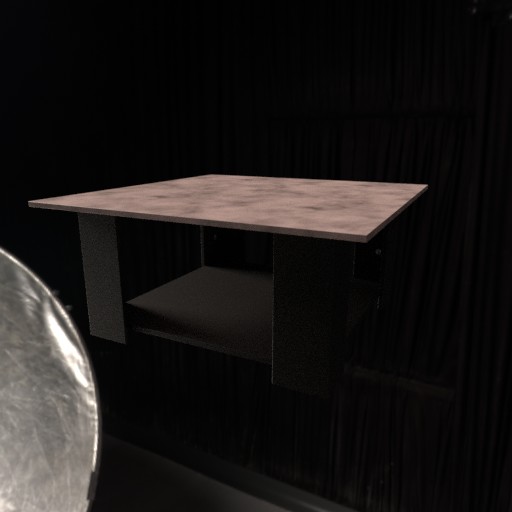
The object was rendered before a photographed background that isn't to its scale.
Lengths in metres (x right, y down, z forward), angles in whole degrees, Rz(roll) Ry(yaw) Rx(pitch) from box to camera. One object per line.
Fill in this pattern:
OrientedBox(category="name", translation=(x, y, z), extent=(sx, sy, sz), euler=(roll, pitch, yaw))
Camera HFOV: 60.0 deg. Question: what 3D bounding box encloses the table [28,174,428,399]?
OrientedBox(category="table", translation=(0.000, 0.000, 1.058), extent=(0.670, 0.305, 0.670), euler=(8, 17, 26))
